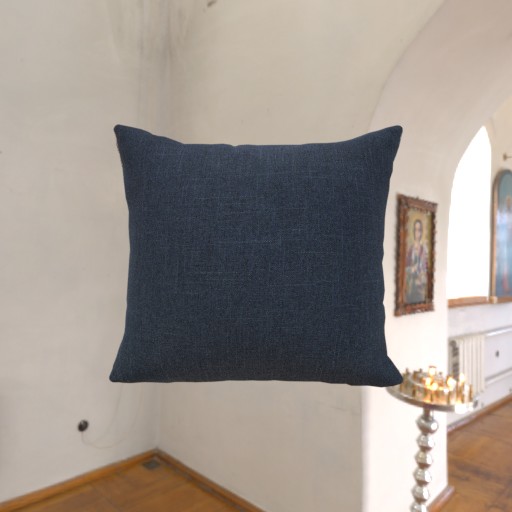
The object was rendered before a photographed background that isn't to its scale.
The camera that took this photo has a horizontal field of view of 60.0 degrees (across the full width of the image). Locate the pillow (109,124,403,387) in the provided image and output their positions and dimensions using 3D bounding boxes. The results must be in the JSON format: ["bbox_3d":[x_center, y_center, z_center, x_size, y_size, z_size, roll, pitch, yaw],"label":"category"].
[{"bbox_3d":[0.000,0.000,0.822,0.546,0.487,0.180,0,0,0],"label":"pillow"}]
